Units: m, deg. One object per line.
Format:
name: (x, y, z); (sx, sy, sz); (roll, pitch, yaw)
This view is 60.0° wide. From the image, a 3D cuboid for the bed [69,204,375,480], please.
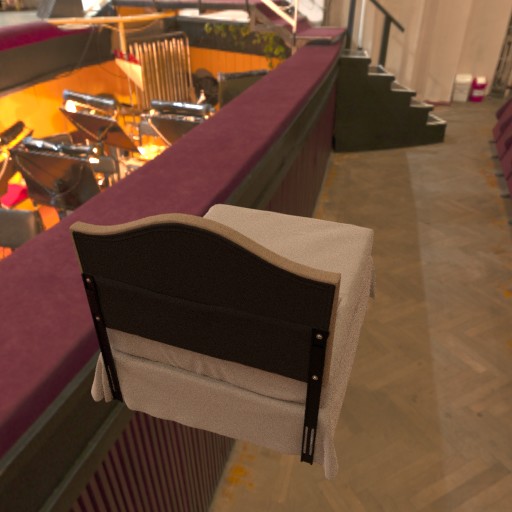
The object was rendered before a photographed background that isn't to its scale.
bed: (0.000, 0.000, 3.490); (1.876, 1.645, 2.221); (11, 34, 17)
